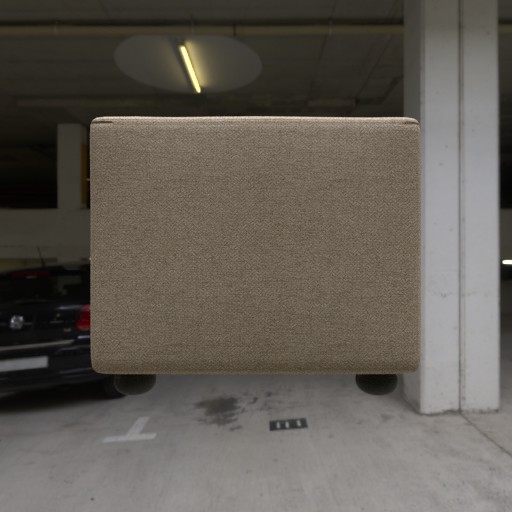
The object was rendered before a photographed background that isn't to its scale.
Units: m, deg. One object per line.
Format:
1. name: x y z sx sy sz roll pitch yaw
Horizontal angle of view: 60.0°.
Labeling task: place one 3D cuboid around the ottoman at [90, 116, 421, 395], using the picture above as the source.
1. ottoman: 0.000 0.000 0.893 0.508 0.432 0.508 0 0 0
